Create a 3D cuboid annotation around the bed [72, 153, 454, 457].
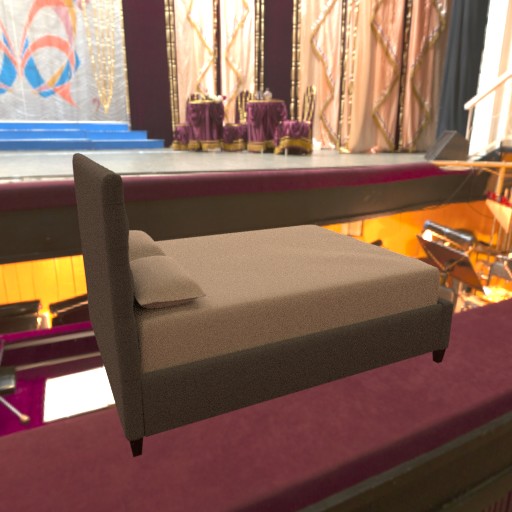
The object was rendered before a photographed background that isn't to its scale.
[{"bbox_3d":[0.000,0.000,3.212,2.231,1.427,1.698,-8,18,-25],"label":"bed"}]
